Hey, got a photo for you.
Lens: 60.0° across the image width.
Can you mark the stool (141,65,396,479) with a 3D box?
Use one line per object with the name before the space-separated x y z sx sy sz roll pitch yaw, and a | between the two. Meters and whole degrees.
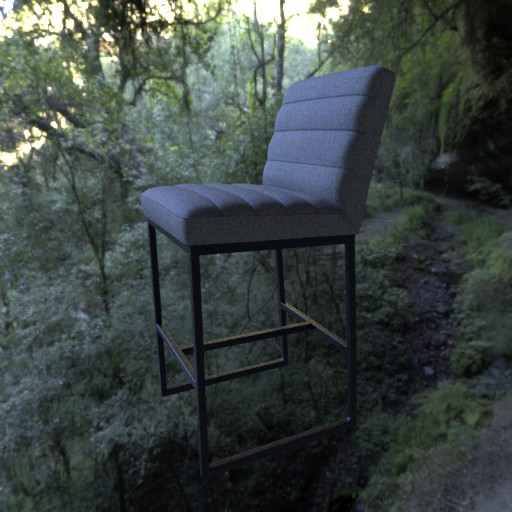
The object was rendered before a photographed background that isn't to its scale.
stool | 0.000 0.000 1.312 0.571 1.034 0.459 -7 17 -25
